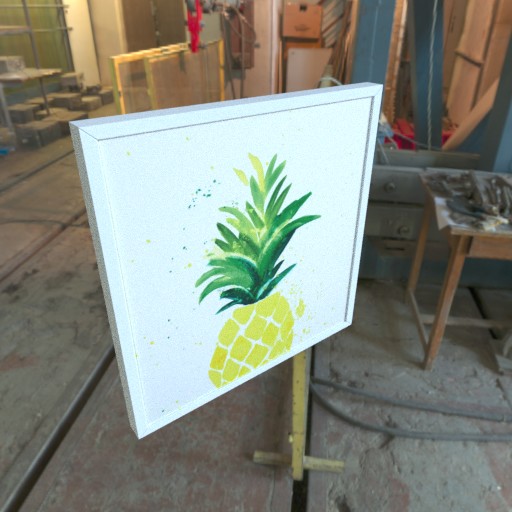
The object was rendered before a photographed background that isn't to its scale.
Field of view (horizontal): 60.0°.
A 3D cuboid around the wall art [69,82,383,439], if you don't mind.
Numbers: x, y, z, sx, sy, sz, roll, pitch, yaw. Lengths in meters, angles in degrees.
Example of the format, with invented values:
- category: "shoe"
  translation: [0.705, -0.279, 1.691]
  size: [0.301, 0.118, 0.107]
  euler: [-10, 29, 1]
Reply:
- category: "wall art"
  translation: [0.000, 0.000, 0.751]
  size: [0.508, 0.507, 0.035]
  euler: [-20, 35, -31]
